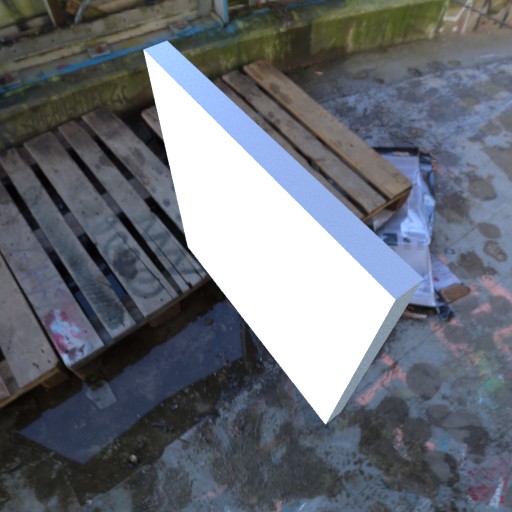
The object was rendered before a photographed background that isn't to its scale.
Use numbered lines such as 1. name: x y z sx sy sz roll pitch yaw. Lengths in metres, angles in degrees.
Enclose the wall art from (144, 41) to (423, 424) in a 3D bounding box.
1. wall art: 0.000 0.000 0.526 0.027 0.355 0.355 -31 62 -19
